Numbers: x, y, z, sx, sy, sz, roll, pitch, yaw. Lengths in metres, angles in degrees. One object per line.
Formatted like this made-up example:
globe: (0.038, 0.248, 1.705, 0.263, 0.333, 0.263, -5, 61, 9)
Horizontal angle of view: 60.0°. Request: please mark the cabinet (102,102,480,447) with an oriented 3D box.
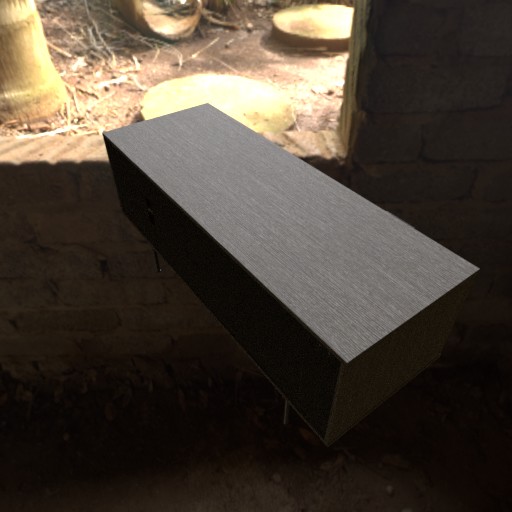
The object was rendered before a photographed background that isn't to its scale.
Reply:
cabinet: (0.000, 0.000, 1.613, 0.500, 0.599, 1.300, -26, 48, -27)
